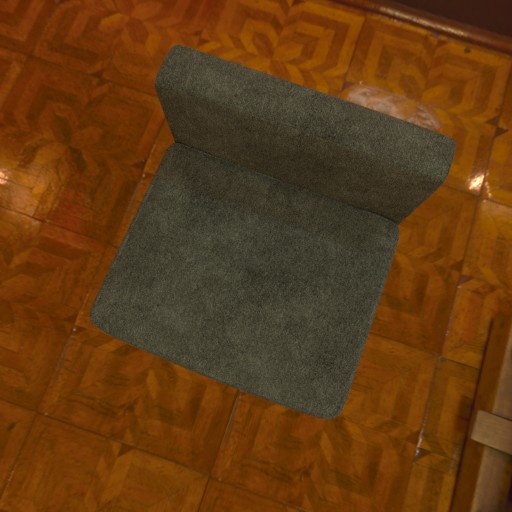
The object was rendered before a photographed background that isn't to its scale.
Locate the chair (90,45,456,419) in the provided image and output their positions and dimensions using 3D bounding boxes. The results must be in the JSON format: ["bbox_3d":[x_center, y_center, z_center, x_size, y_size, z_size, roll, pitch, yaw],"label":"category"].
[{"bbox_3d":[0.000,0.000,1.207,0.680,0.660,0.680,20,78,5],"label":"chair"}]
